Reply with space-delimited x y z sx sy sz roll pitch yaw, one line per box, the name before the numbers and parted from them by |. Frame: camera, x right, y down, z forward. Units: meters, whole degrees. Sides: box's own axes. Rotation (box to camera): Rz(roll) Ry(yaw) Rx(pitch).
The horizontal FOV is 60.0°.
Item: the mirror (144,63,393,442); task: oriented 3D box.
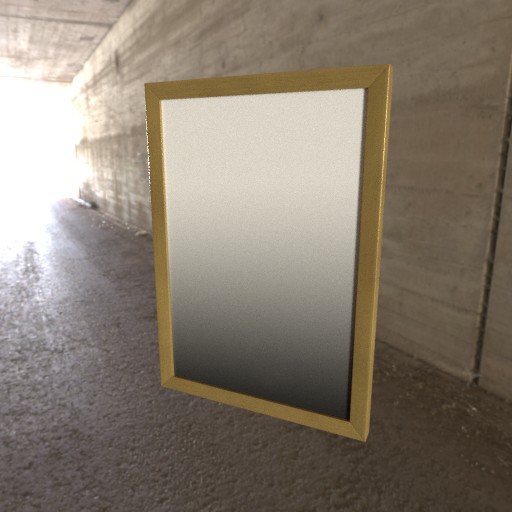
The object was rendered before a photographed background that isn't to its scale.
mirror | 0.000 0.000 0.934 0.507 0.710 0.040 6 15 25
